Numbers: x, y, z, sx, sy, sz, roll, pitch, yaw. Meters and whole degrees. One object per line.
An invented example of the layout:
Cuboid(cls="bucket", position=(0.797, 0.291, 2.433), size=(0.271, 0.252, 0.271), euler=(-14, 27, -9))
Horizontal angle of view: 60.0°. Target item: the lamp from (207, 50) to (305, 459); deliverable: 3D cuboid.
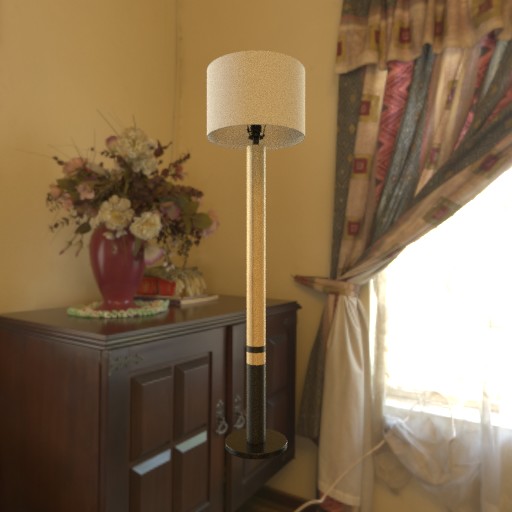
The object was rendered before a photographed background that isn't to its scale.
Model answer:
Cuboid(cls="lamp", position=(0.000, 0.000, 1.732), size=(0.381, 1.478, 0.381), euler=(0, 0, 17))
